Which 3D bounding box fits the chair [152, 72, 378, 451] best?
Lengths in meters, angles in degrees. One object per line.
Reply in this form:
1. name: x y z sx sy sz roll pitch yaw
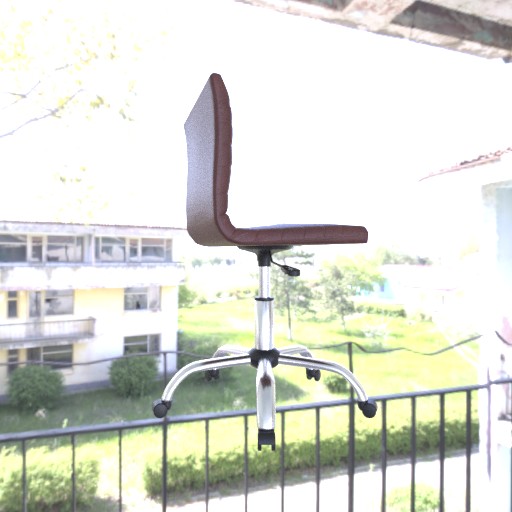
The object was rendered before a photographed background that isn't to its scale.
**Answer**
1. chair: 0.000 0.000 1.154 0.530 0.780 0.556 0 1 -18
